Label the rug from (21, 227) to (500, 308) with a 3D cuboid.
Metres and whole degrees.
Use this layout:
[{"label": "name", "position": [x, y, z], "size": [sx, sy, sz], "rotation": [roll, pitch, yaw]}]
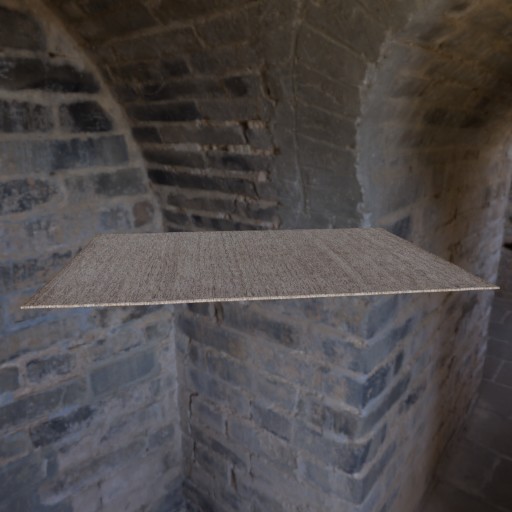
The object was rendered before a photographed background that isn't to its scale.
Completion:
[{"label": "rug", "position": [0.000, 0.000, 2.251], "size": [1.822, 0.018, 1.211], "rotation": [-2, 15, -7]}]
